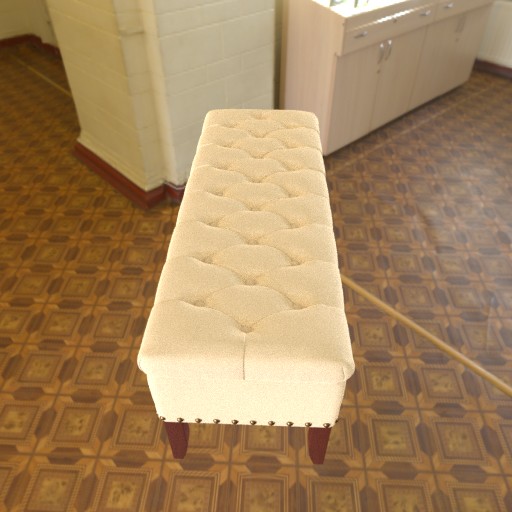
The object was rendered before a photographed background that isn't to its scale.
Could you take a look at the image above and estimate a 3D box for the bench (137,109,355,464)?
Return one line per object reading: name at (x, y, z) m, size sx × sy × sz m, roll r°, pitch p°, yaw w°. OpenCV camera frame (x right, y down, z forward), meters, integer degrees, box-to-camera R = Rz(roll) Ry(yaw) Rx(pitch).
bench at (0.000, 0.000, 1.312) m, size 0.400 × 0.470 × 1.054 m, roll 1°, pitch 42°, yaw 2°
